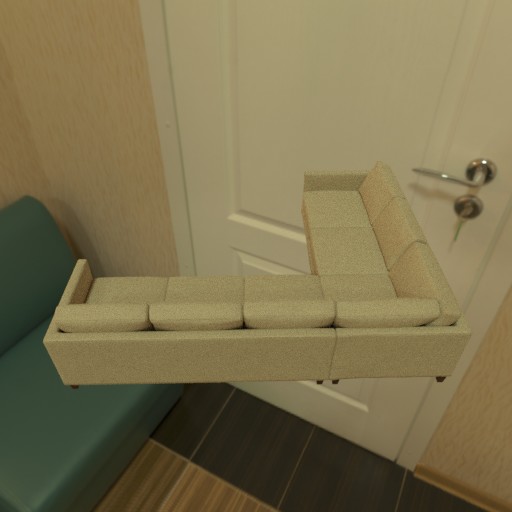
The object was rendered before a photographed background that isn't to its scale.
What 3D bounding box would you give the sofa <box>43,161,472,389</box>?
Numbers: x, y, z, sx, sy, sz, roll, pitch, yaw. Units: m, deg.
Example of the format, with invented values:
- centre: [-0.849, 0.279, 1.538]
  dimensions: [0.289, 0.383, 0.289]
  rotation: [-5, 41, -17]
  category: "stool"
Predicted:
- centre: [0.000, 0.000, 4.322]
  dimensions: [3.182, 0.863, 2.432]
  rotation: [-1, 41, -1]
  category: "sofa"
